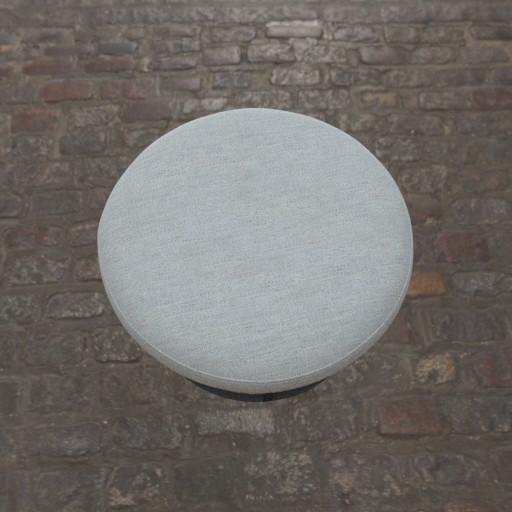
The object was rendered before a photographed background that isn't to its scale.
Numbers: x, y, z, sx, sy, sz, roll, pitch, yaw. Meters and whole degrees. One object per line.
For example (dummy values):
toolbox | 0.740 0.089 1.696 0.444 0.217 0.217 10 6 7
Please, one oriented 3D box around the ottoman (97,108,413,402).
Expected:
ottoman | 0.000 0.000 1.219 0.769 0.459 0.769 0 64 0
